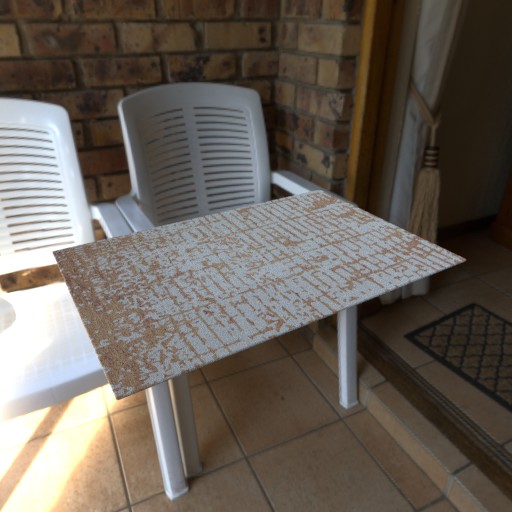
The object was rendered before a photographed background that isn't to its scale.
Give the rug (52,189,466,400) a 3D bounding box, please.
[{"bbox_3d":[0.000,0.000,2.346,1.829,0.011,1.219,-16,33,-27],"label":"rug"}]
